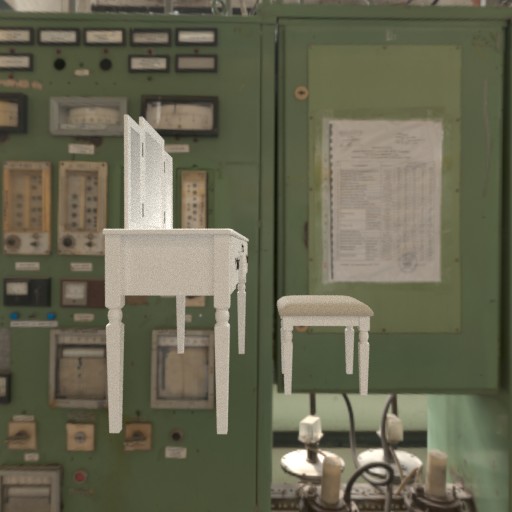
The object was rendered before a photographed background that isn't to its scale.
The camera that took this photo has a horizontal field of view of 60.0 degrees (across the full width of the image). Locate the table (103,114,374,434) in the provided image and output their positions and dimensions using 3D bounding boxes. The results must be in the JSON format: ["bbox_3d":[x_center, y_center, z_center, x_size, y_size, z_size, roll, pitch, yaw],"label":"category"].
[{"bbox_3d":[0.000,0.000,2.291,1.115,1.310,1.369,0,1,1],"label":"table"}]
